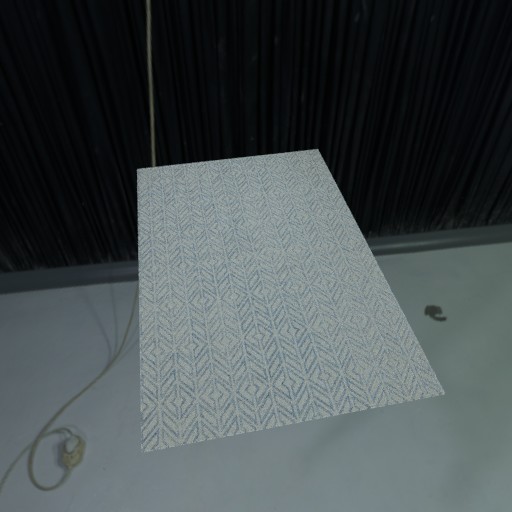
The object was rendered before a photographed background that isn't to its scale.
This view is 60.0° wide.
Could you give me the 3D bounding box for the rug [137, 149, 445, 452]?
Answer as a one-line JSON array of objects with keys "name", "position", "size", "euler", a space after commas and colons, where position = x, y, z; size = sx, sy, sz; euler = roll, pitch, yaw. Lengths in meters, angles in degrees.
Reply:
[{"name": "rug", "position": [0.000, 0.000, 2.349], "size": [1.220, 0.008, 1.824], "euler": [-8, 47, -8]}]
